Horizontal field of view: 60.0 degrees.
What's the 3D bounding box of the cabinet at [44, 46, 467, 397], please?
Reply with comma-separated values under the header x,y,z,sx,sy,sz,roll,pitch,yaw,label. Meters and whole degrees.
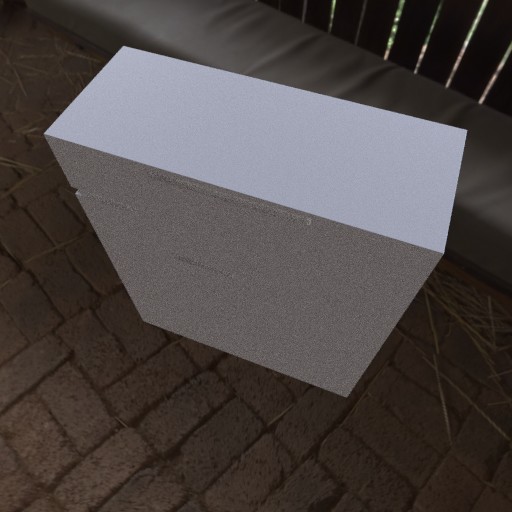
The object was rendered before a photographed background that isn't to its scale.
x,y,z,sx,sy,sz,roll,pitch,yaw,label
0.000,0.000,1.631,1.000,1.190,0.400,18,60,11,cabinet
